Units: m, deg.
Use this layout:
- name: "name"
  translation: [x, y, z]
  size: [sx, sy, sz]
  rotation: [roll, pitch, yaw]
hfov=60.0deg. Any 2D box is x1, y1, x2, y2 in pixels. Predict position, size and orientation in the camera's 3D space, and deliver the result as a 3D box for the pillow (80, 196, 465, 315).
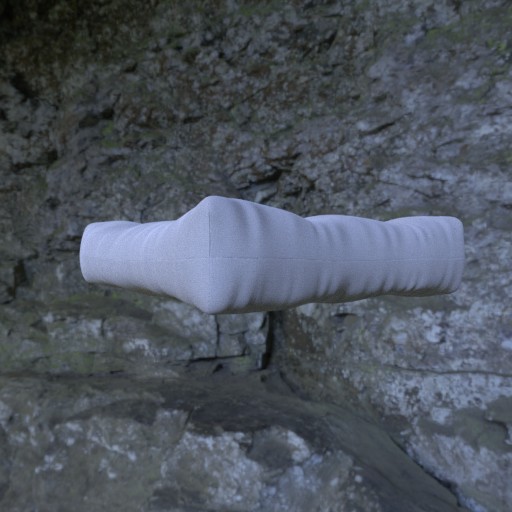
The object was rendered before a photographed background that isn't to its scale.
- name: "pillow"
  translation: [0.000, 0.000, 0.739]
  size: [0.468, 0.128, 0.490]
  rotation: [0, 0, -35]
